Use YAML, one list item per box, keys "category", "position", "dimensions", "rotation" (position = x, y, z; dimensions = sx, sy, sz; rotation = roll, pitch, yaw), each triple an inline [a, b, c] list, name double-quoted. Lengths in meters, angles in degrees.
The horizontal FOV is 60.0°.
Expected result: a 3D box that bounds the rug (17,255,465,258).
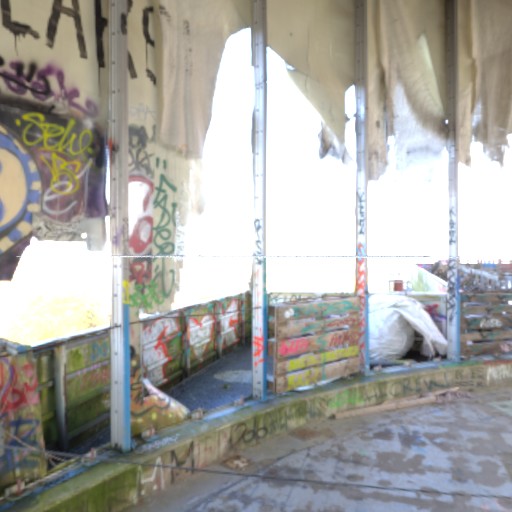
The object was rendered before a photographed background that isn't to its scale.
- category: "rug"
  position: [0.000, 0.000, 2.100]
  dimensions: [1.634, 0.003, 1.190]
  rotation: [0, 0, 17]
